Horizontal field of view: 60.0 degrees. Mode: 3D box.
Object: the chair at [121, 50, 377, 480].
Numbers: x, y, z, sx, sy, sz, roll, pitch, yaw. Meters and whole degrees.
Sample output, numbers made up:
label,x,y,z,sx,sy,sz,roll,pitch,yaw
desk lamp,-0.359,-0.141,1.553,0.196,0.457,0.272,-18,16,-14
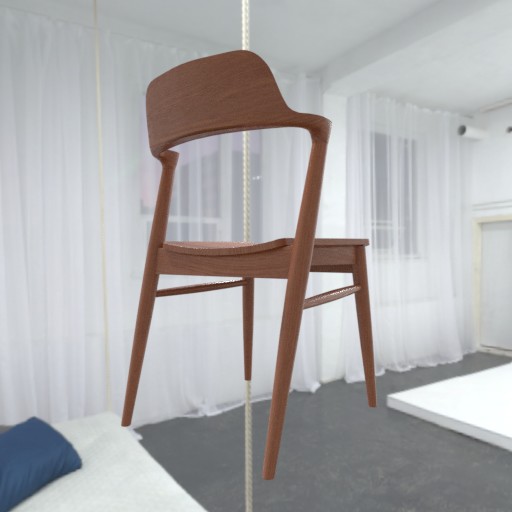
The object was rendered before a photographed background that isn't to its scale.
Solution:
label,x,y,z,sx,sy,sz,roll,pitch,yaw
chair,0.000,0.000,1.117,0.496,0.801,0.499,0,0,37
